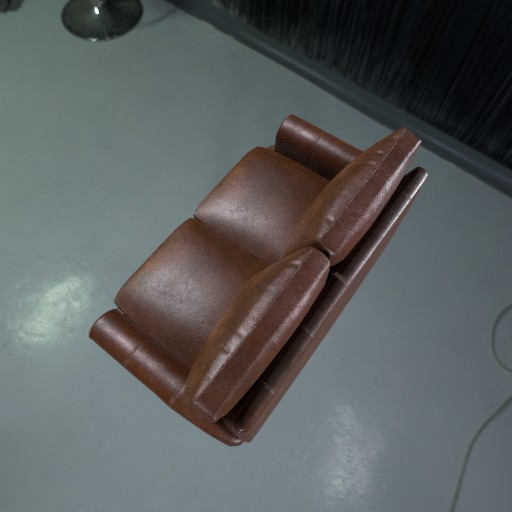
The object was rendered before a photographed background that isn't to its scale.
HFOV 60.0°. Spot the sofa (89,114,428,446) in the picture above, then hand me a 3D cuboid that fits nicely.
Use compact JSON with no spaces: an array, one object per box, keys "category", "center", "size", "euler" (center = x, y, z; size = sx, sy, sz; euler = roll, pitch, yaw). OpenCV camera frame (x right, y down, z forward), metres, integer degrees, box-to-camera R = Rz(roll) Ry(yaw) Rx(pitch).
[{"category":"sofa","center":[0.000,0.000,2.241],"size":[0.990,0.976,1.616],"euler":[34,69,15]}]
